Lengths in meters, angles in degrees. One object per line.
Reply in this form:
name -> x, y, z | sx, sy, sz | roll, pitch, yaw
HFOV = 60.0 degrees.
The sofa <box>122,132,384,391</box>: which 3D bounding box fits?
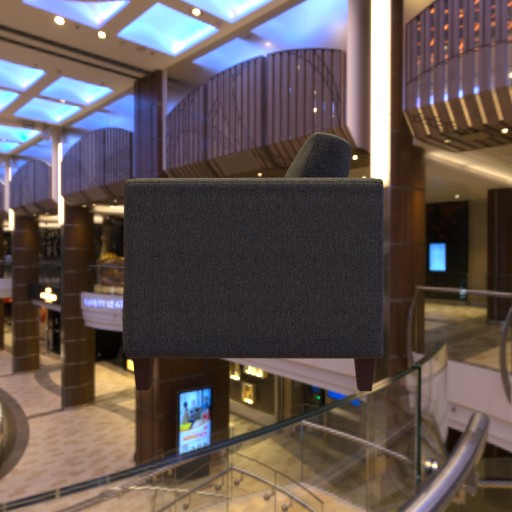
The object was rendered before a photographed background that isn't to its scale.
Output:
sofa -> 0.000, 0.000, 2.636 | 0.948, 0.965, 2.208 | 0, 0, 1
